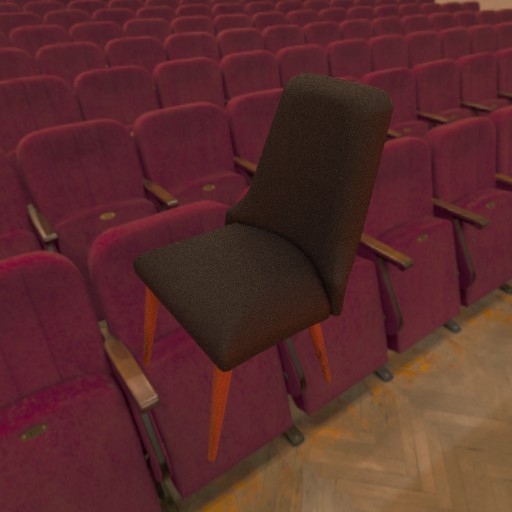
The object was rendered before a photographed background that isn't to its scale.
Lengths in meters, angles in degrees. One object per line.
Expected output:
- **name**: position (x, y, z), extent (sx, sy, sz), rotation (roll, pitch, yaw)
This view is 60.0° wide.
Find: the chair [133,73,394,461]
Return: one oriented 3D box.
- **chair**: position (0.000, 0.000, 1.168), extent (0.567, 0.820, 0.504), rotation (-21, 38, -30)
